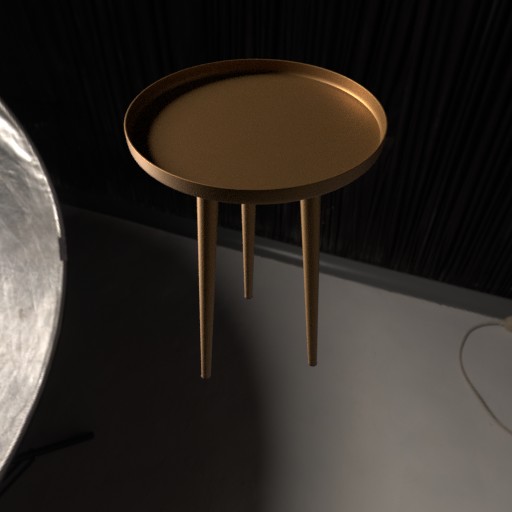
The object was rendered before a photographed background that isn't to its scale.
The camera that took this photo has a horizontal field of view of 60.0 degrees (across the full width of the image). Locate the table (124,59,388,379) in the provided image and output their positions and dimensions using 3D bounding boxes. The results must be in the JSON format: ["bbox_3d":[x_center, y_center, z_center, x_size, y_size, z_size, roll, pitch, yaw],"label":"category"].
[{"bbox_3d":[0.000,0.000,0.684,0.299,0.480,0.299,14,47,13],"label":"table"}]
